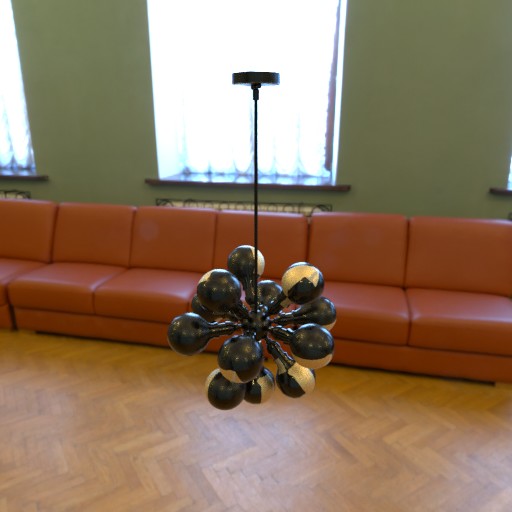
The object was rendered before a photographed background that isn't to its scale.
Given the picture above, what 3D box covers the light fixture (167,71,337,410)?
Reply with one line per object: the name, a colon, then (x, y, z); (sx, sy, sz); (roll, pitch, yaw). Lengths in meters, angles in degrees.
light fixture: (0.000, 0.000, 1.124); (0.420, 0.859, 0.468); (3, 18, 11)
